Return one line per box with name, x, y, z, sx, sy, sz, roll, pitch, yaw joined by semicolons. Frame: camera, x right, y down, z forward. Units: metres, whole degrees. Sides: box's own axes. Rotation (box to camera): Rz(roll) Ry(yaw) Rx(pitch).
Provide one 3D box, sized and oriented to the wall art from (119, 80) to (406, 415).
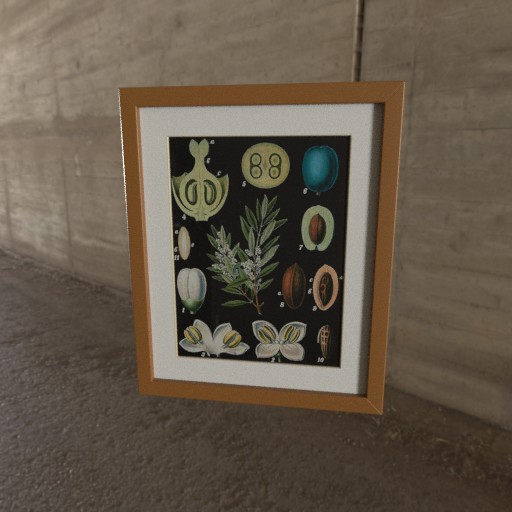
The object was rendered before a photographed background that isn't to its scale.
wall art;0.000;0.000;0.756;0.449;0.550;0.021;2;13;9
